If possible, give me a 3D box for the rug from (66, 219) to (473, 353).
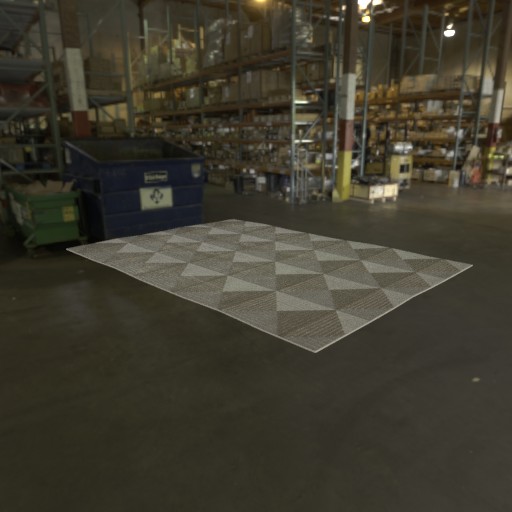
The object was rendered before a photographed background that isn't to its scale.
[{"bbox_3d":[0.000,0.000,4.460,3.333,0.027,2.428,15,21,43],"label":"rug"}]
